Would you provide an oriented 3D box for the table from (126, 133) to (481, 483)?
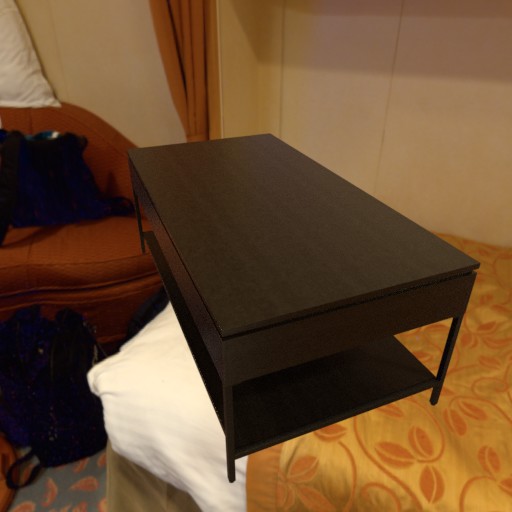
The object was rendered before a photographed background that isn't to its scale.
[{"bbox_3d":[0.000,0.000,1.385,0.574,0.435,1.095,-12,33,-19],"label":"table"}]
